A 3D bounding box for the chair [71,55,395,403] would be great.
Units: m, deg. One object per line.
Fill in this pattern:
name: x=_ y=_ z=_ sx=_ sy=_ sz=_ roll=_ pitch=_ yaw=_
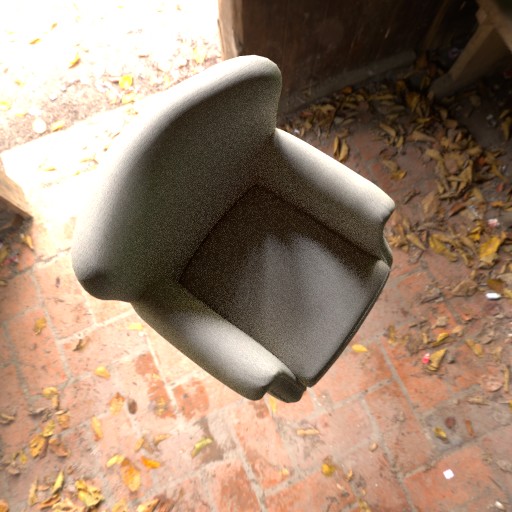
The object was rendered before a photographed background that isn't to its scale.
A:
chair: x=0.000 y=0.000 z=1.621 sx=0.921 sy=0.936 sz=0.861 roll=36 pitch=79 yaw=8
